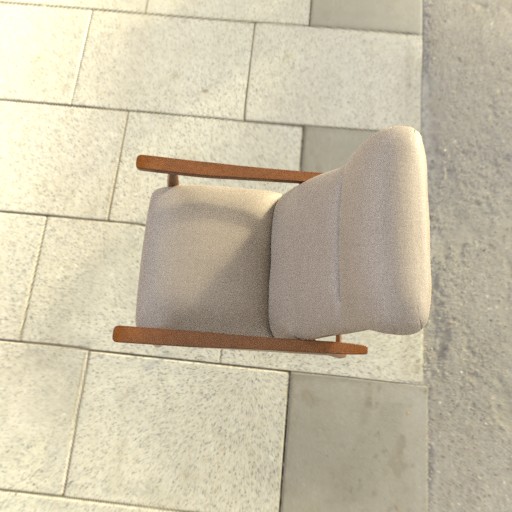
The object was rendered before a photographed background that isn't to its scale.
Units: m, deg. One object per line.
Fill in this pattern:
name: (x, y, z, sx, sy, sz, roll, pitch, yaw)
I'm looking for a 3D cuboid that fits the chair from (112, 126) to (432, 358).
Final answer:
chair: (0.000, 0.000, 1.813, 1.032, 1.082, 0.762, 3, 76, 1)
